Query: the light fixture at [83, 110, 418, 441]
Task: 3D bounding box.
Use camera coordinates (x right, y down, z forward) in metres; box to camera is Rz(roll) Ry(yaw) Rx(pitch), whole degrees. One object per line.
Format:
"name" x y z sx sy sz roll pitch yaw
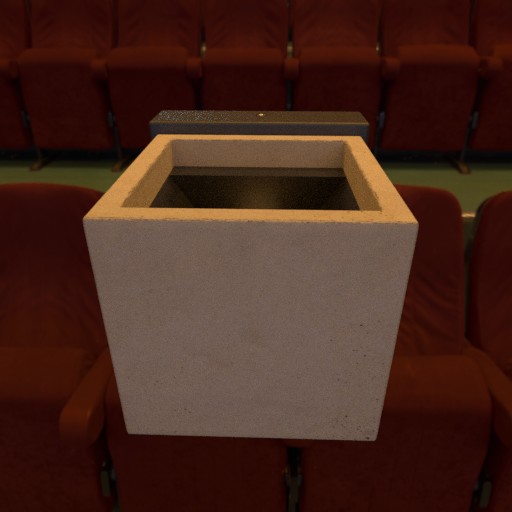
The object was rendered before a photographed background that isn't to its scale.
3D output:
"light fixture" 0.000 0.000 0.235 0.121 0.121 0.143 1 29 2
